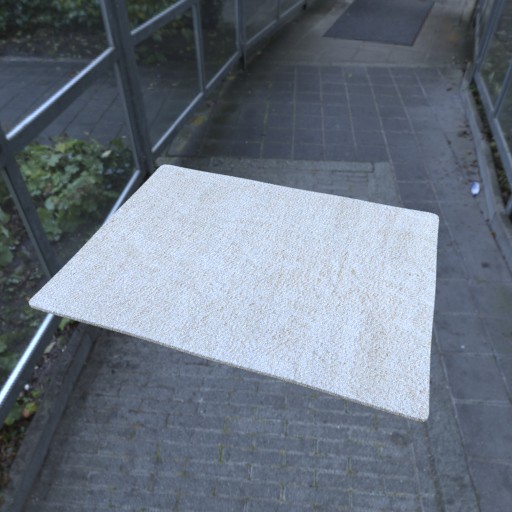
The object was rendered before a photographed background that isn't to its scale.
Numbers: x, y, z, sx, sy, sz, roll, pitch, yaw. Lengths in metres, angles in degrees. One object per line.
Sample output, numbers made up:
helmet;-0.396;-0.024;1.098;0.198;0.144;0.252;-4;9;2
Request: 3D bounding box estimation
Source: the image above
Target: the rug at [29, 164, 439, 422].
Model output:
rug;0.000;0.000;2.072;1.600;0.027;1.200;13;43;14
